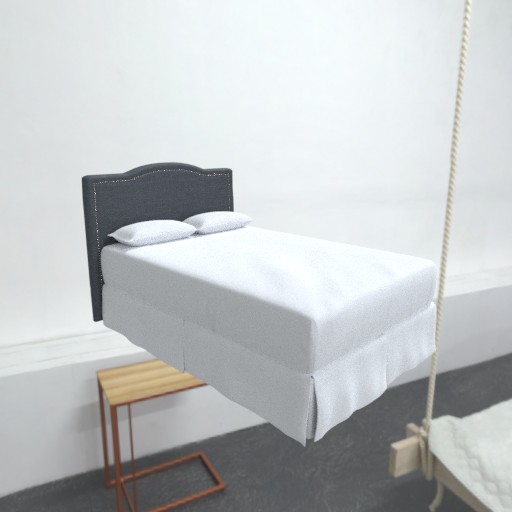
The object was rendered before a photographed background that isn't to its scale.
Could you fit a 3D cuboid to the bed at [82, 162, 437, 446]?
[{"bbox_3d":[0.000,0.000,3.657,2.507,1.441,1.747,14,20,43],"label":"bed"}]
